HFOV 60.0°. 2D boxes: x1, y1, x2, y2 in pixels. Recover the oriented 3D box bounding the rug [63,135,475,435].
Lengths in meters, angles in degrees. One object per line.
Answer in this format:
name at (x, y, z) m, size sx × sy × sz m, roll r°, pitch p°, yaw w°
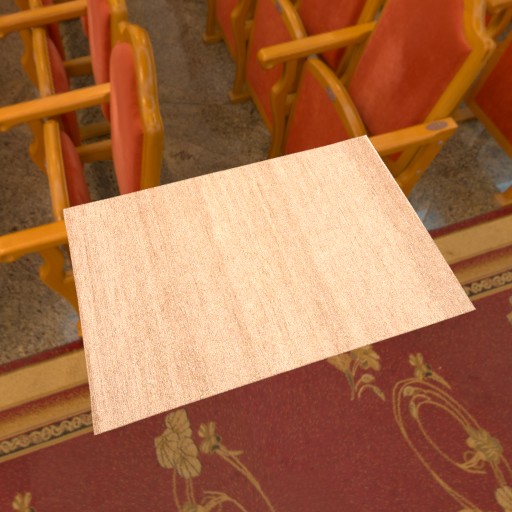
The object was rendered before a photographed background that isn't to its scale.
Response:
rug at (0.000, 0.000, 2.919) m, size 2.346 × 0.029 × 1.574 m, roll -16°, pitch 60°, yaw -9°
